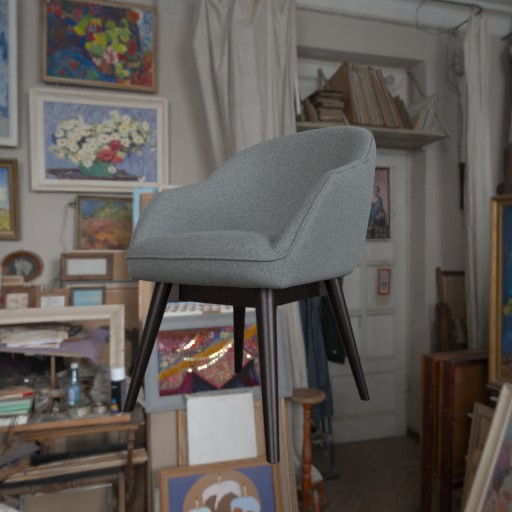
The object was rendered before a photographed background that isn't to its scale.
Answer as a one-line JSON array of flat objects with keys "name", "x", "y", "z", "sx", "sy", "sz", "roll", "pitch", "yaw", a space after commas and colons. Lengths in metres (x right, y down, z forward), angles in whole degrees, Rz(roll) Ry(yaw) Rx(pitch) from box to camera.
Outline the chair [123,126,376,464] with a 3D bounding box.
[{"name": "chair", "x": 0.000, "y": 0.000, "z": 1.220, "sx": 0.589, "sy": 0.810, "sz": 0.611, "roll": 1, "pitch": 1, "yaw": 37}]
